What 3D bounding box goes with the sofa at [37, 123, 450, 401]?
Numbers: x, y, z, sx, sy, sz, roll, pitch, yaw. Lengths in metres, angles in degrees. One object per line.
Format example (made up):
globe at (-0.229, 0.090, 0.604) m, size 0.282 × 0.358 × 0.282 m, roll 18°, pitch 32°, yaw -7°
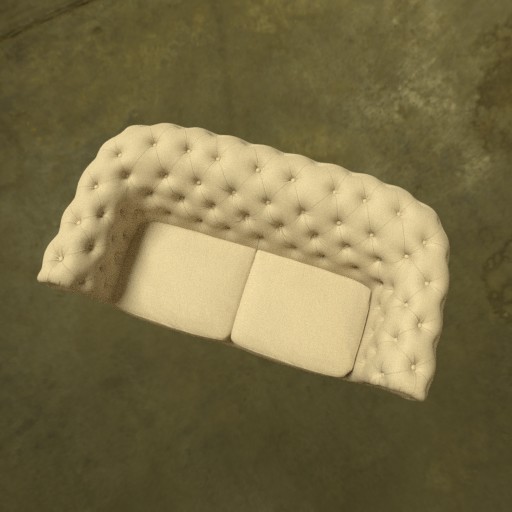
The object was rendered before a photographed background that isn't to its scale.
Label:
sofa at (0.000, 0.000, 2.532) m, size 1.988 × 0.835 × 1.069 m, roll 17°, pitch 77°, yaw 4°
